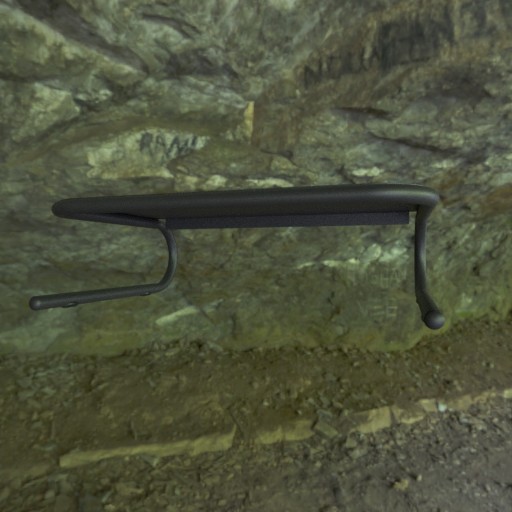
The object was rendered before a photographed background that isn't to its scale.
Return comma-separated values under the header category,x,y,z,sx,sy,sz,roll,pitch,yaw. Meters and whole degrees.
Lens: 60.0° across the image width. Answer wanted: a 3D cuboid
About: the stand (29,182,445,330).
category,x,y,z,sx,sy,sz,roll,pitch,yaw
stand,0.000,0.000,0.498,0.370,0.108,0.280,0,0,18
